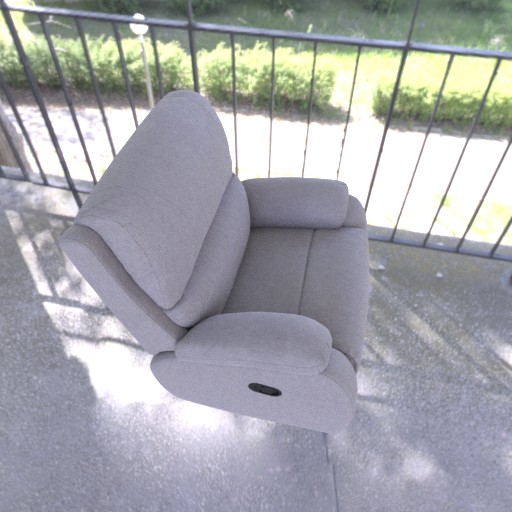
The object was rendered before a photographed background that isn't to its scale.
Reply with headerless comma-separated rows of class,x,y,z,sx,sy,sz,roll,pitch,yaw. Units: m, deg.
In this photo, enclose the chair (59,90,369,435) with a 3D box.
chair,0.000,0.000,1.684,0.899,1.011,0.930,9,48,8
